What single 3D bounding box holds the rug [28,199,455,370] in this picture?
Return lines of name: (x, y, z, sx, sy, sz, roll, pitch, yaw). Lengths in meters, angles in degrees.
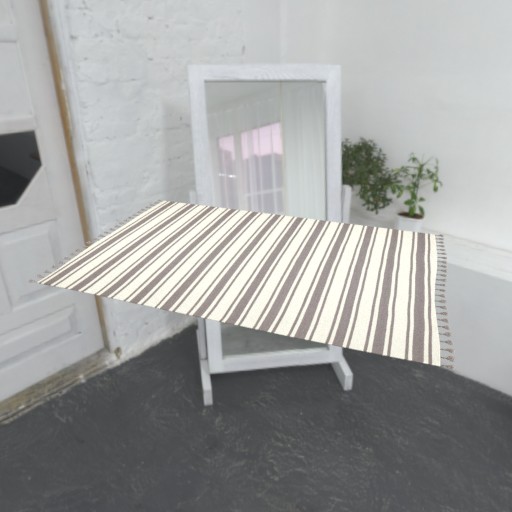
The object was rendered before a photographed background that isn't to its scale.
rug: (0.000, 0.000, 2.980, 2.425, 0.014, 1.563, 9, 28, 17)
